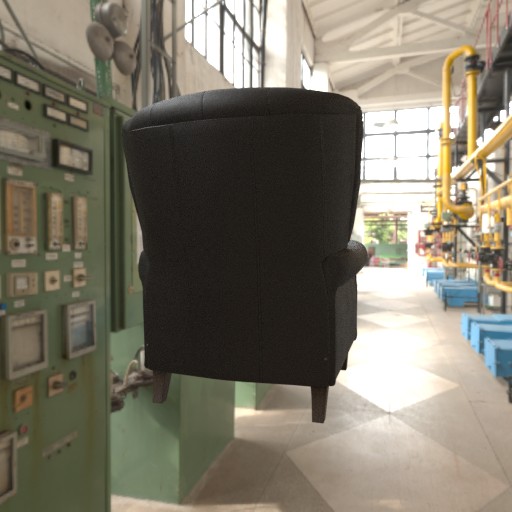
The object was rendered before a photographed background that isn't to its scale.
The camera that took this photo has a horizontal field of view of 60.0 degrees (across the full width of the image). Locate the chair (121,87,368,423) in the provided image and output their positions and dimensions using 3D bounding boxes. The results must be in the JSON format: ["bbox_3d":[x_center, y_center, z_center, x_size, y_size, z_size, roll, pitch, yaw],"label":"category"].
[{"bbox_3d":[0.000,0.000,1.934,0.948,1.158,1.058,0,1,18],"label":"chair"}]
